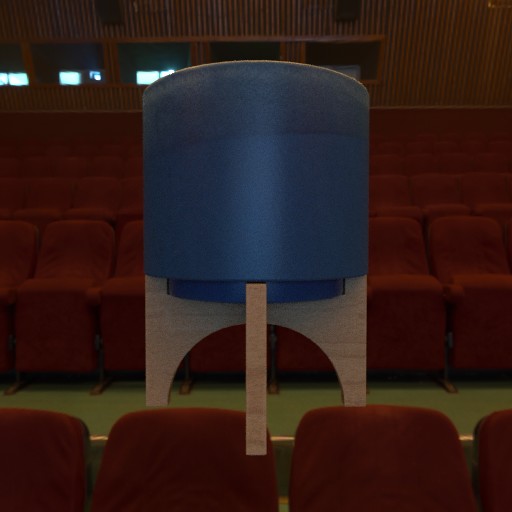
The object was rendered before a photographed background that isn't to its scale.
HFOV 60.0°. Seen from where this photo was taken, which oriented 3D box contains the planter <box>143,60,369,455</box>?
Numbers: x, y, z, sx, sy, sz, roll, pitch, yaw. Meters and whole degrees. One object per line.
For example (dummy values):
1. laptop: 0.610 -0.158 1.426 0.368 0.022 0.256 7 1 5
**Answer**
1. planter: 0.000 0.000 0.391 0.192 0.263 0.192 0 2 0
